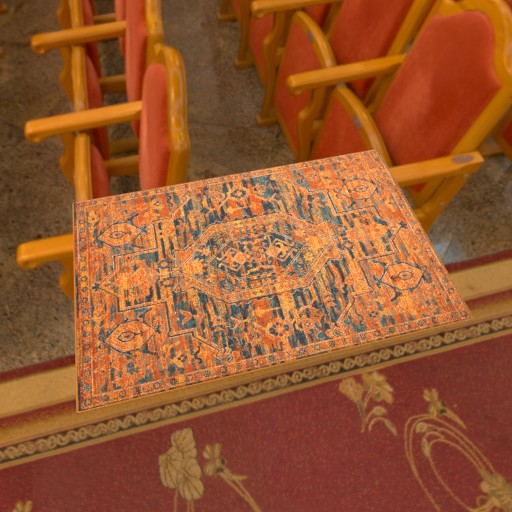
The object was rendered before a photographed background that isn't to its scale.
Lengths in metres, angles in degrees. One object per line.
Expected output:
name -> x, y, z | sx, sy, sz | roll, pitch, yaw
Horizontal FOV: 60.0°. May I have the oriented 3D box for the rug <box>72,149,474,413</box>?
rug -> 0.000, 0.000, 1.078 | 0.863, 0.008, 0.557 | -11, 57, -8
